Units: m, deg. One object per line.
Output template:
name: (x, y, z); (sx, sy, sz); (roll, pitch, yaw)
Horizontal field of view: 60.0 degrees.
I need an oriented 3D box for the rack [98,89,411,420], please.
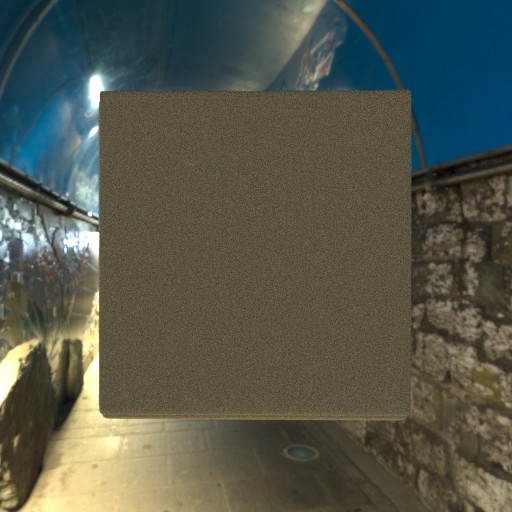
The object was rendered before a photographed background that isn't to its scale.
rack: (0.000, 0.000, 0.506); (0.270, 0.280, 0.270); (0, 0, 1)
